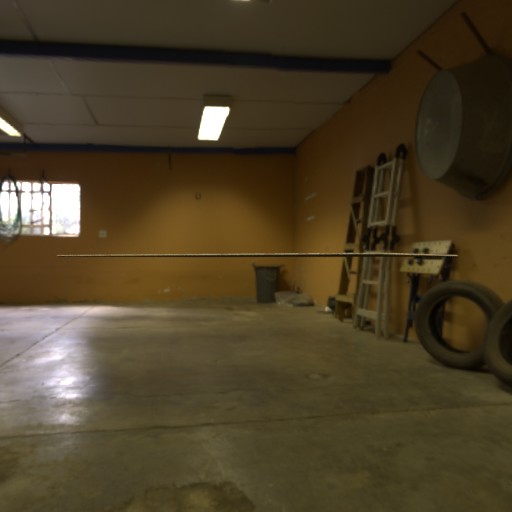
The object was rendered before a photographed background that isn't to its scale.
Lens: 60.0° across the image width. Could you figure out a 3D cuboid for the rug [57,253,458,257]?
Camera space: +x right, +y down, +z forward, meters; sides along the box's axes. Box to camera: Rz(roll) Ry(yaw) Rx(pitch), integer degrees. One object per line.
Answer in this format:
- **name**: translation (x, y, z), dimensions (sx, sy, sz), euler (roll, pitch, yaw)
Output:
- **rug**: translation (0.000, 0.000, 2.430), dimensions (1.829, 0.008, 1.219), euler (0, 0, 35)
